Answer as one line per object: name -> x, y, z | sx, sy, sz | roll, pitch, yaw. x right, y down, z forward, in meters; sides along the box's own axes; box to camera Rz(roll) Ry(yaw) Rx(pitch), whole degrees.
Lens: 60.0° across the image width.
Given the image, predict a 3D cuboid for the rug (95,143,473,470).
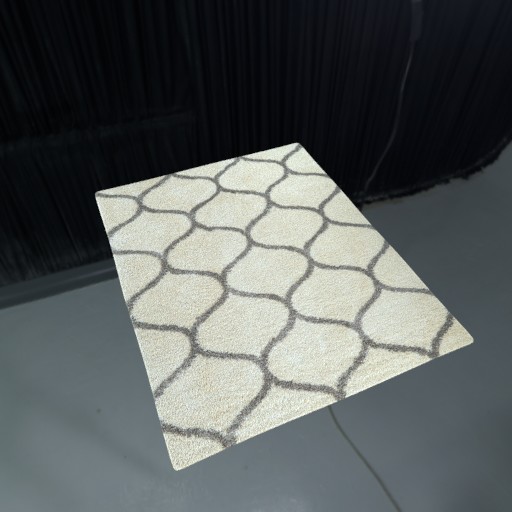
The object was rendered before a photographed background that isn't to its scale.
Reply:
rug -> 0.000, 0.000, 4.034 | 2.399, 0.026, 3.000 | -17, 49, -16
